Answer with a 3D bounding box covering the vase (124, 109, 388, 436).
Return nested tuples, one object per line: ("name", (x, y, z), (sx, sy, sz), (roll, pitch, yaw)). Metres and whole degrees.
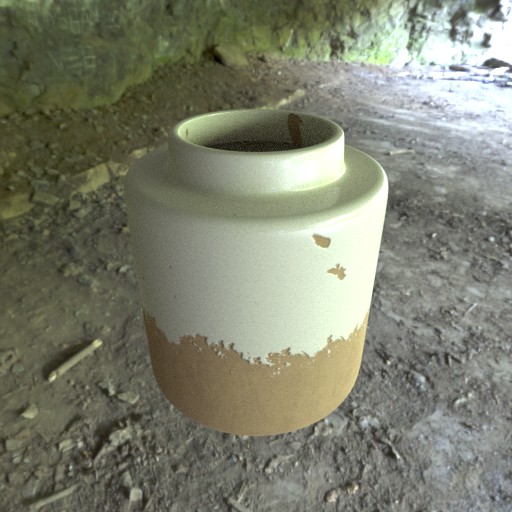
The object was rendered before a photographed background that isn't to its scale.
("vase", (0.000, 0.000, 0.291), (0.153, 0.167, 0.153), (0, 31, 0))
